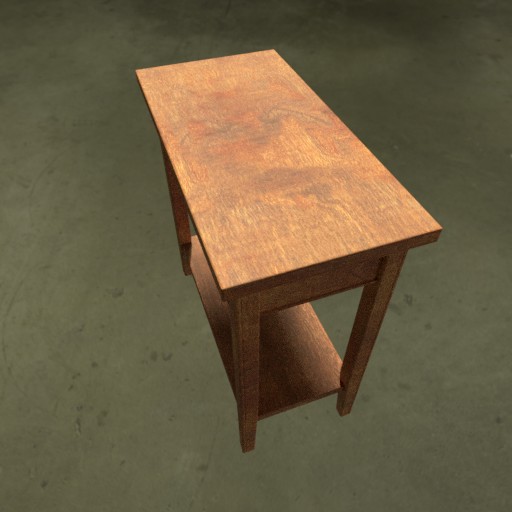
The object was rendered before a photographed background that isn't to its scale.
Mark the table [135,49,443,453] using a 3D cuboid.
[{"bbox_3d":[0.000,0.000,0.966,0.305,0.610,0.610,-15,49,-13],"label":"table"}]
